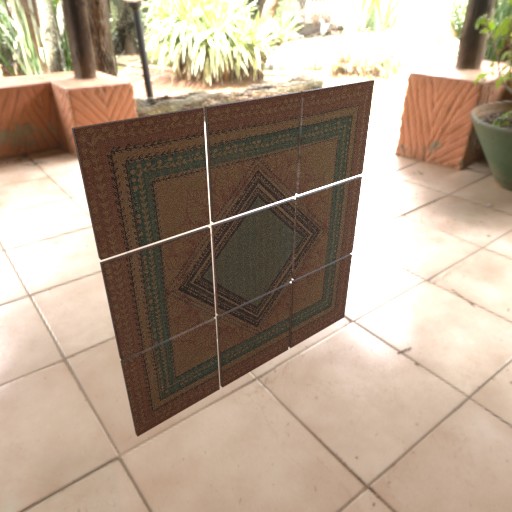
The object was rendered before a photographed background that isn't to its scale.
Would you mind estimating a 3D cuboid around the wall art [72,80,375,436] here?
[{"bbox_3d":[0.000,0.000,1.343,0.915,0.914,0.013,-22,37,-32],"label":"wall art"}]
